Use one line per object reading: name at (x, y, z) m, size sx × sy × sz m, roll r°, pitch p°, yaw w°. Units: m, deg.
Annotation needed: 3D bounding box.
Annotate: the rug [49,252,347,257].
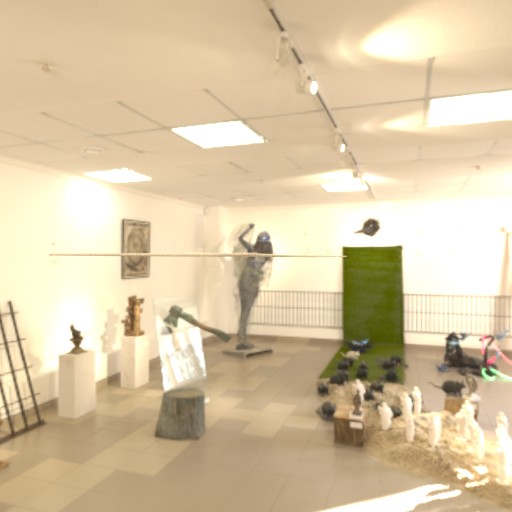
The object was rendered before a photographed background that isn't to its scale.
rug at (0.000, 0.000, 2.641) m, size 0.770 × 0.016 × 2.442 m, roll 0°, pitch 0°, yaw 19°
